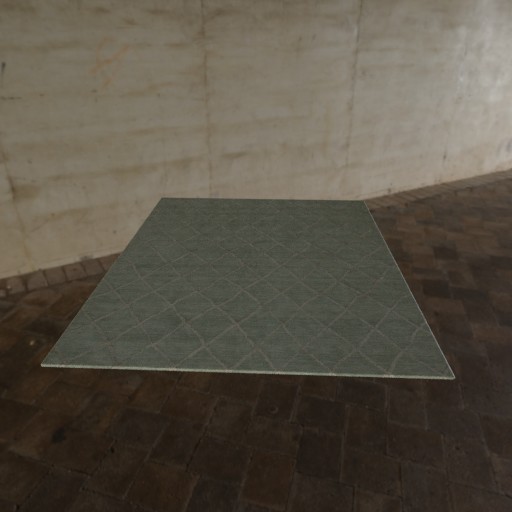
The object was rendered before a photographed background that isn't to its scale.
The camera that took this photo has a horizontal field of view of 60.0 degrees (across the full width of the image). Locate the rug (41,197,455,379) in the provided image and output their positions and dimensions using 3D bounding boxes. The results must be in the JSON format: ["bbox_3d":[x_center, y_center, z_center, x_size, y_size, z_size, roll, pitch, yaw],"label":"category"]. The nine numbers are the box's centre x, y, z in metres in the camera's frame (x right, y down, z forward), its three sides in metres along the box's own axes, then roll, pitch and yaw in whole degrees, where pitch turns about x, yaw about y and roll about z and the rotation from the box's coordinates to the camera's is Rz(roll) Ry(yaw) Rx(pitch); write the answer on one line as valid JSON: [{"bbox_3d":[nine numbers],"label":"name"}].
[{"bbox_3d":[0.000,0.000,3.940,2.420,0.019,3.039,1,26,2],"label":"rug"}]
